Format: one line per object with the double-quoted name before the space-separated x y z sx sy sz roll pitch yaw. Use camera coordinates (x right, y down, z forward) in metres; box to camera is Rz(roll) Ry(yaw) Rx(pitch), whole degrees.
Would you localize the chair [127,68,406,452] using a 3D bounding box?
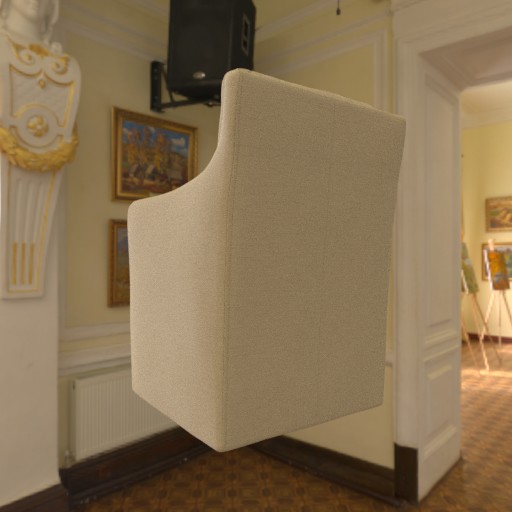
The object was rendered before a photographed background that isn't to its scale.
"chair" 0.000 0.000 1.389 0.626 0.914 0.694 0 0 -35
